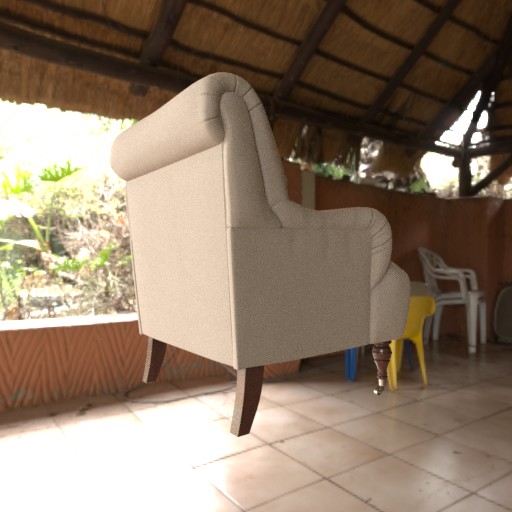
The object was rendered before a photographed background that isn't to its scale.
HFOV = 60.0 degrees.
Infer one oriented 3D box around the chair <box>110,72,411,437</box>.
[{"bbox_3d":[0.000,0.000,1.583,0.842,0.942,0.766,0,0,-36],"label":"chair"}]
